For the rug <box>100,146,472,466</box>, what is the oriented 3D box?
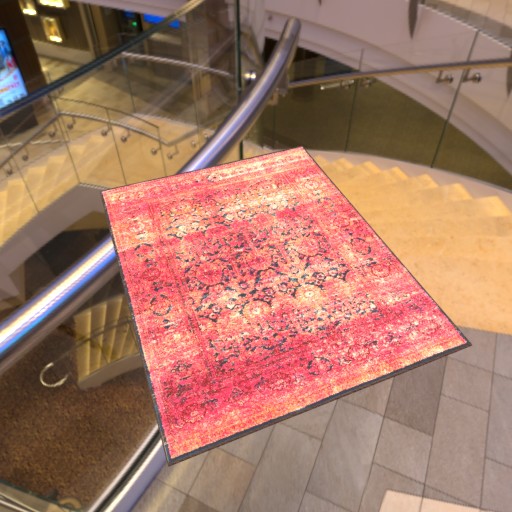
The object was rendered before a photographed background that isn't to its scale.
[{"bbox_3d":[0.000,0.000,4.098,2.411,0.020,3.032,-16,48,-15],"label":"rug"}]
